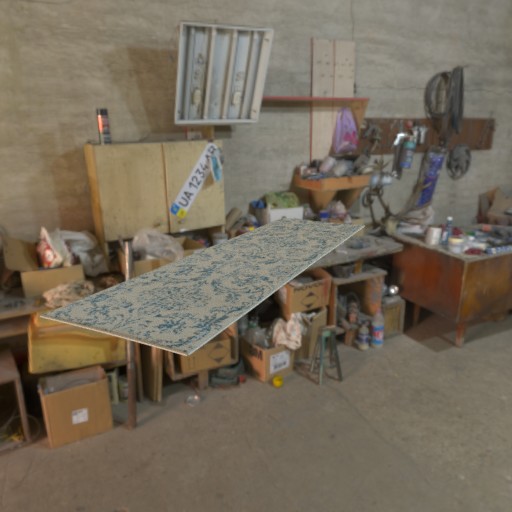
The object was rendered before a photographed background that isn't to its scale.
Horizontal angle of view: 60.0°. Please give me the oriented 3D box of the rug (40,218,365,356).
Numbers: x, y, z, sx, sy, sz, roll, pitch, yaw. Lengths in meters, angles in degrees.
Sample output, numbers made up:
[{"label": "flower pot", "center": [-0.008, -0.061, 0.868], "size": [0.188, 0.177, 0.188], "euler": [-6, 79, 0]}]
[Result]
[{"label": "rug", "center": [0.000, 0.000, 2.421], "size": [0.662, 0.011, 2.196], "euler": [8, 17, 26]}]
